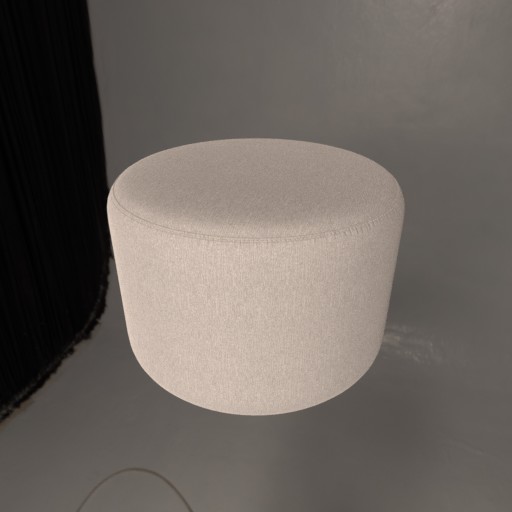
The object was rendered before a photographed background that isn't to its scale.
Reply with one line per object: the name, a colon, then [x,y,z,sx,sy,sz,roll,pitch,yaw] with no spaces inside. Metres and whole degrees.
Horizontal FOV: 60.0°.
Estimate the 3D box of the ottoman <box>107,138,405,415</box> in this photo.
ottoman: [0.000,0.000,1.013,0.608,0.433,0.608,0,29,0]
